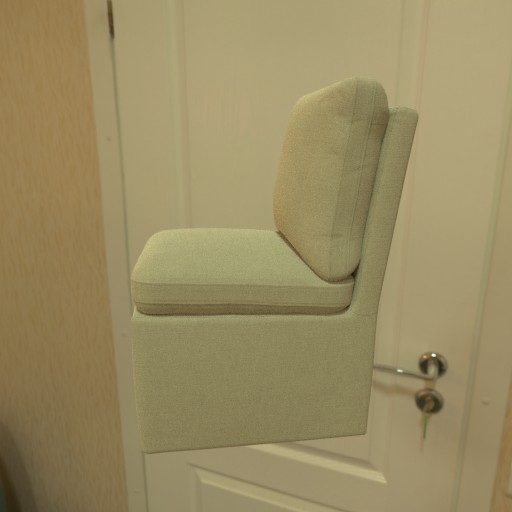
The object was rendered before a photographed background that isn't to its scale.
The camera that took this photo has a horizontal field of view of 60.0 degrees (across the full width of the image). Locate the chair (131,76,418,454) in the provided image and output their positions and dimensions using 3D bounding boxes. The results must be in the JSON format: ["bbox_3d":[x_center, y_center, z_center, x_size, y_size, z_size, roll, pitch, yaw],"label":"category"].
[{"bbox_3d":[0.000,0.000,1.288,0.698,0.927,0.503,-2,15,-7],"label":"chair"}]
